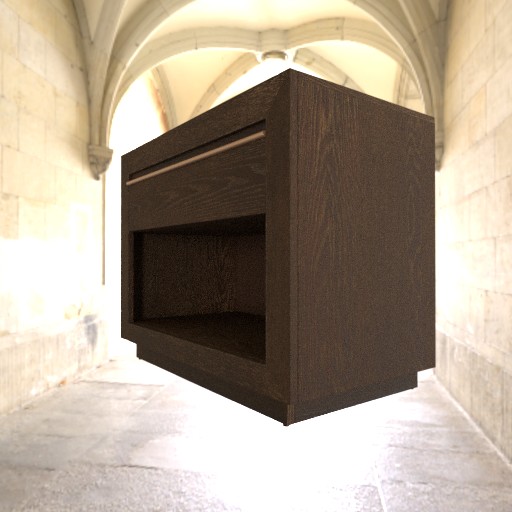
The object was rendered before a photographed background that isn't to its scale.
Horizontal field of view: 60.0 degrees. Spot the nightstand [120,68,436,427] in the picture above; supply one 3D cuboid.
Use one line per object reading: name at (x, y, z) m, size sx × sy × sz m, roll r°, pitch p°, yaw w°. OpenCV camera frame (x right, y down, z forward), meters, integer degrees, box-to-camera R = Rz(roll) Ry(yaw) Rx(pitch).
nightstand at (0.000, 0.000, 1.165) m, size 0.457 × 0.612 × 0.775 m, roll 0°, pitch -1°, yaw -37°
